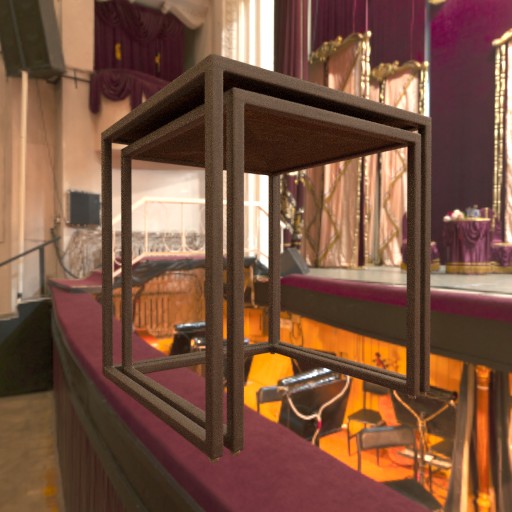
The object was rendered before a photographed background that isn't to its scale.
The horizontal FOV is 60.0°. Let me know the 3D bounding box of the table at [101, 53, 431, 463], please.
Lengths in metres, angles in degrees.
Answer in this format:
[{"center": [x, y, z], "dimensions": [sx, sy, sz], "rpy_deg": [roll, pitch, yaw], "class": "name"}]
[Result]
[{"center": [0.000, 0.000, 0.845], "dimensions": [0.450, 0.500, 0.449], "rpy_deg": [-1, 1, -35], "class": "table"}]
